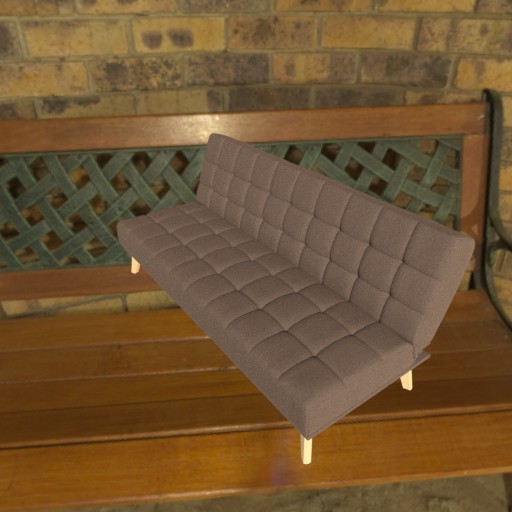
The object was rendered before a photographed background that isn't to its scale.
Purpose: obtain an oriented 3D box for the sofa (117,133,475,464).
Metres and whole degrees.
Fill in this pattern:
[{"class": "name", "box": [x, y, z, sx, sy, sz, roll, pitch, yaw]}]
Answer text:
[{"class": "sofa", "box": [0.000, 0.000, 2.322, 0.860, 0.810, 1.800, -21, 37, -30]}]
